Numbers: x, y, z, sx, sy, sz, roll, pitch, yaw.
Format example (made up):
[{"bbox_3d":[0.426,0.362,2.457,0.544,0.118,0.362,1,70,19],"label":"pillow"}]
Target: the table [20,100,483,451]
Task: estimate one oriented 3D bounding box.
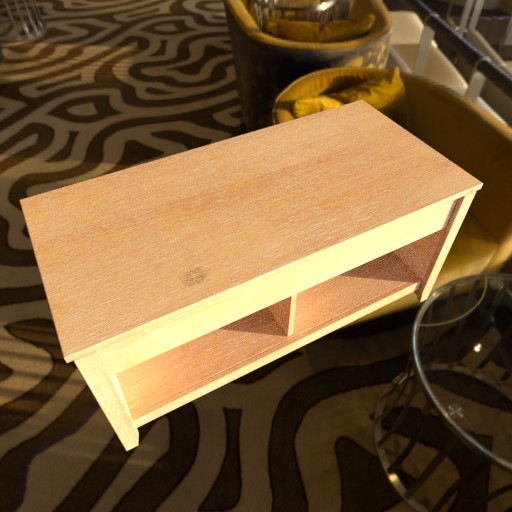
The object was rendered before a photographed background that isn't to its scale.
[{"bbox_3d":[0.000,0.000,1.240,1.016,0.457,0.483,-22,51,-19],"label":"table"}]
